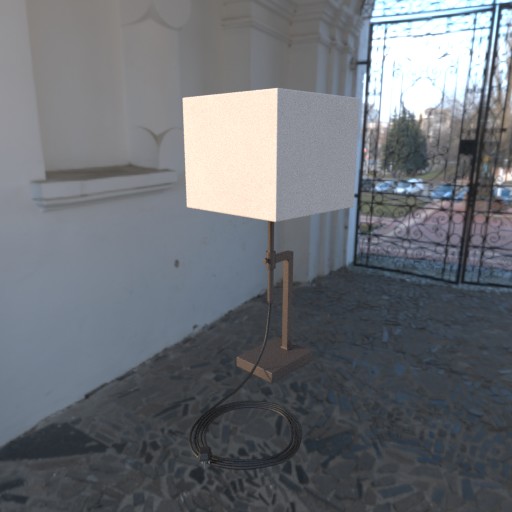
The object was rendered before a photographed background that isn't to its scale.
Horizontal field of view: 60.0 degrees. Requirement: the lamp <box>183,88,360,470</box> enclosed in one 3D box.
[{"bbox_3d":[0.000,0.000,0.948,0.399,0.660,0.504,14,20,42],"label":"lamp"}]
